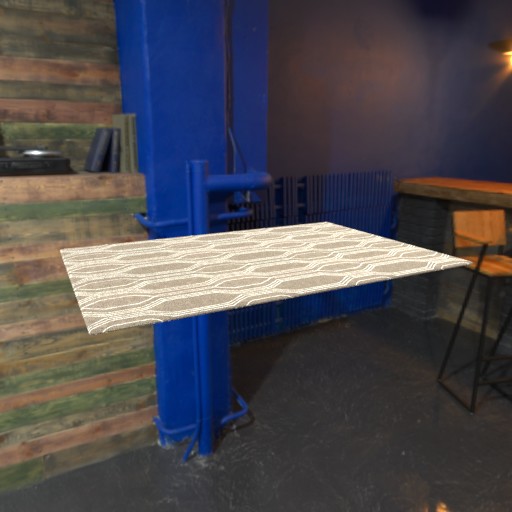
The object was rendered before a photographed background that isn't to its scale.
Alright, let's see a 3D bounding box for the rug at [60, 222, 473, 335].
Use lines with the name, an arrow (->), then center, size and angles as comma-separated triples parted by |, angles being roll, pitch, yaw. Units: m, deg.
rug -> 0.000, 0.000, 2.356 | 1.836, 0.012, 1.239 | -8, 17, -26
